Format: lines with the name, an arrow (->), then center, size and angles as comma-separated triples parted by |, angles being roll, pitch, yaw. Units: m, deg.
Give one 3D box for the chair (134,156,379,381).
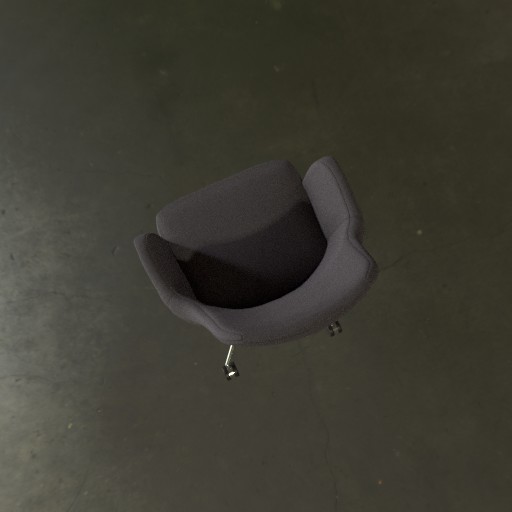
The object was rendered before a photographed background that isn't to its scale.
chair -> 0.000, 0.000, 1.301 | 0.655, 0.820, 0.600 | -24, 76, -6
